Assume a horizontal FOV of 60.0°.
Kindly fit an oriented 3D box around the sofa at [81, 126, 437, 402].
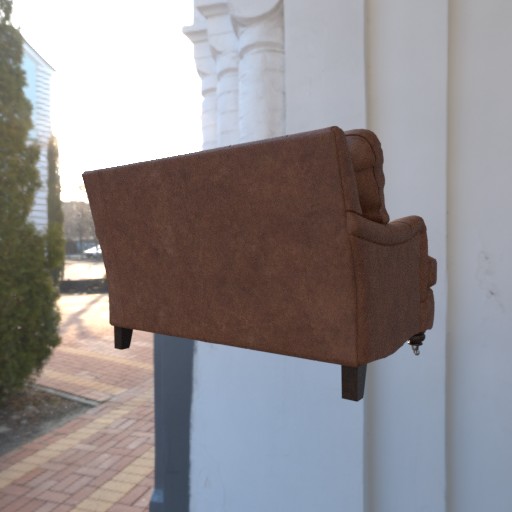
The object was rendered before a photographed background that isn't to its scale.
[{"bbox_3d":[0.000,0.000,2.240,1.527,1.004,1.077,1,1,37],"label":"sofa"}]
